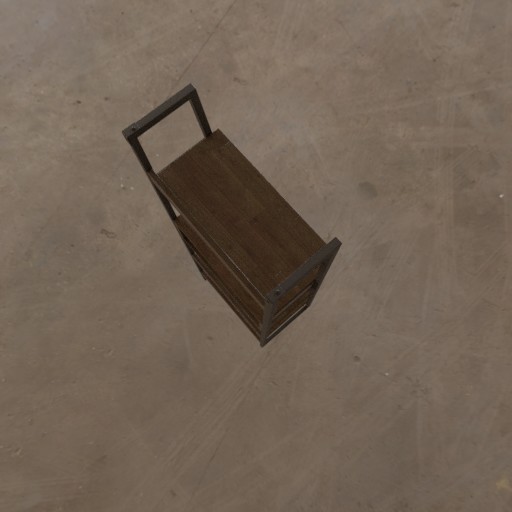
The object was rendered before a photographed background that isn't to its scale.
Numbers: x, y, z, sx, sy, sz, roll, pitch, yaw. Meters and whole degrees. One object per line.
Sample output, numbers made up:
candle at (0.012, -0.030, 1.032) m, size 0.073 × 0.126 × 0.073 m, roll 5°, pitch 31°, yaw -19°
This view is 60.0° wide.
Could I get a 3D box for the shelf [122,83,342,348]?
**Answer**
shelf at (0.000, 0.000, 2.202) m, size 0.454 × 2.005 × 0.652 m, roll -40°, pitch 79°, yaw -10°
